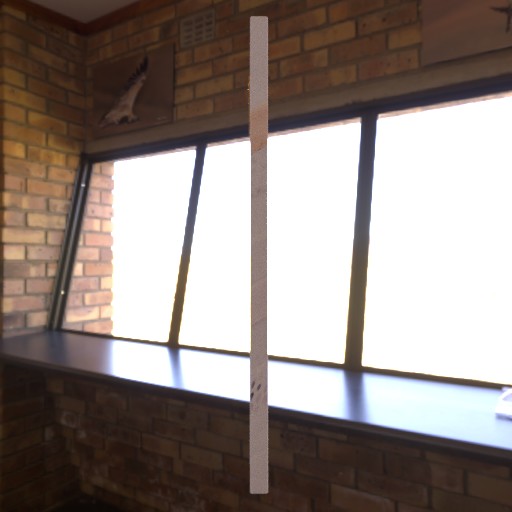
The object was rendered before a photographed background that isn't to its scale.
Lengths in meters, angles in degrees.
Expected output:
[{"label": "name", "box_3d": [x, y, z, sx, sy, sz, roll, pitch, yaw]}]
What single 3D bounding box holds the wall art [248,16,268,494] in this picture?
[{"label": "wall art", "box_3d": [0.000, 0.000, 1.318, 0.045, 1.014, 0.759, 0, -1, 0]}]
